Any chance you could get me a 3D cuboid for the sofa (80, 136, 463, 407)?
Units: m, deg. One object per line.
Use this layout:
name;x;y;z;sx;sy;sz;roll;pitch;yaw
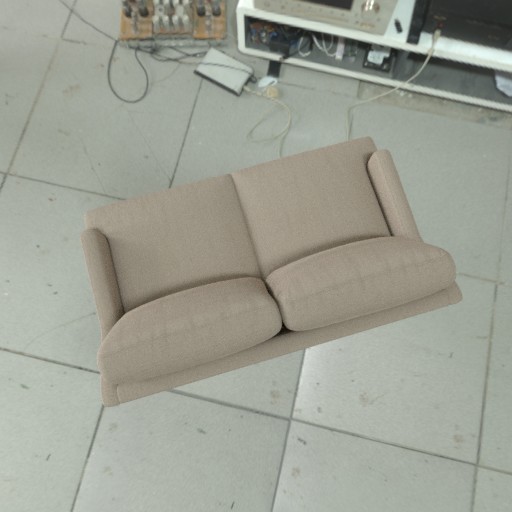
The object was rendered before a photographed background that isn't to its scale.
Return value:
sofa;0.000;0.000;2.213;1.619;0.910;1.004;-16;77;-4
